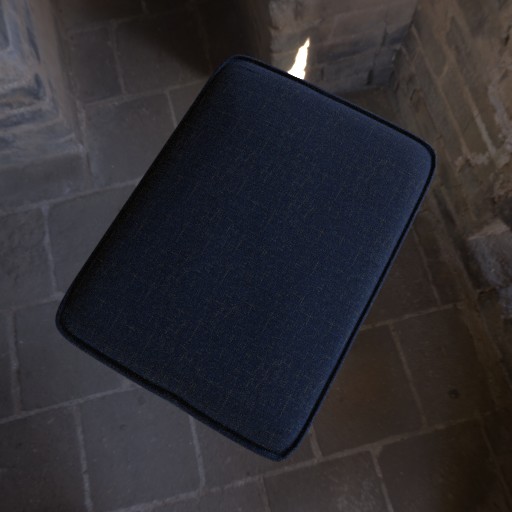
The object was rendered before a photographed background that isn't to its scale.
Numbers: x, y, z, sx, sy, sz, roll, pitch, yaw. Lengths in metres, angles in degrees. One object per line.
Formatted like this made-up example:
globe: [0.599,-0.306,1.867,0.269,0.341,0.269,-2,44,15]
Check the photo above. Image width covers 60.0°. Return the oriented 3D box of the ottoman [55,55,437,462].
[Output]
ottoman: [0.000,0.000,1.088,0.549,0.450,0.749,28,77,7]
